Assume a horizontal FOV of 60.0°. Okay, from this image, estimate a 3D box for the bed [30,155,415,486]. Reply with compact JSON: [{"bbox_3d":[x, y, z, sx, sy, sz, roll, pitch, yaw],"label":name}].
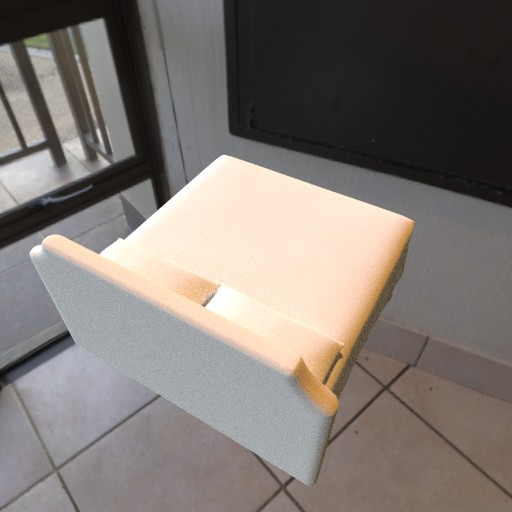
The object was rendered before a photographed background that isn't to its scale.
[{"bbox_3d":[0.000,0.000,3.449,2.160,1.301,2.204,23,51,21],"label":"bed"}]
